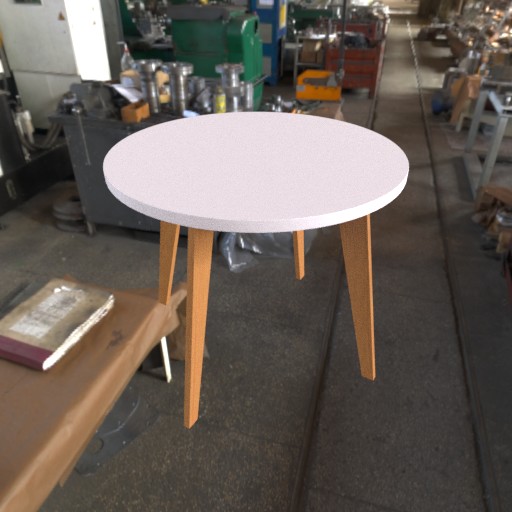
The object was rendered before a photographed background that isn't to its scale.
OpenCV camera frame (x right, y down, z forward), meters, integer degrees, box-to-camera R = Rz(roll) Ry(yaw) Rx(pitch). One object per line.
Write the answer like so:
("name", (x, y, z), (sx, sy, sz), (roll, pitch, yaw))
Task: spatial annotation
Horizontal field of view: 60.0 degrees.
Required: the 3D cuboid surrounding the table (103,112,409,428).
("table", (0.000, 0.000, 1.557), (0.896, 0.762, 0.896), (0, 33, 0))
